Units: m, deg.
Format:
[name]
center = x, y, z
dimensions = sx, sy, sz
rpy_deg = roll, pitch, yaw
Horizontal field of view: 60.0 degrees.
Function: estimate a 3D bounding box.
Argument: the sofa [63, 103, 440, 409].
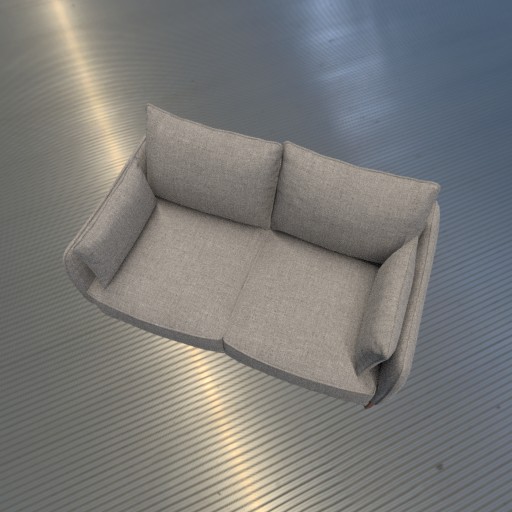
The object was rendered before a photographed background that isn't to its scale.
[sofa]
center = 0.000, 0.000, 2.152
dimensions = 1.580, 0.851, 0.972
rpy_deg = 17, 61, 10
